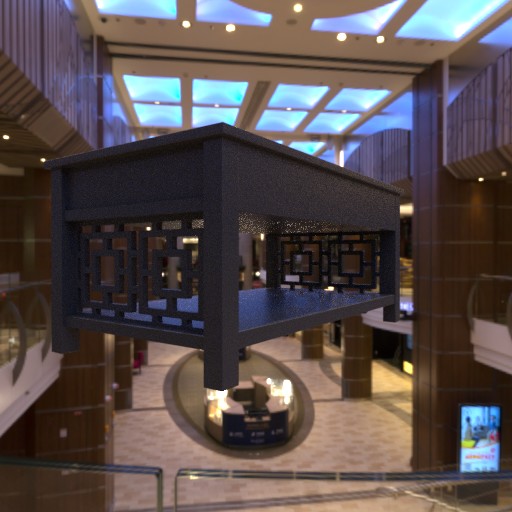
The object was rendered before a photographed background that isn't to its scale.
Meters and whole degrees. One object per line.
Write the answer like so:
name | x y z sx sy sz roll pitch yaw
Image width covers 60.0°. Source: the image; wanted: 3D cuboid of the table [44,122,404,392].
table | 0.000 0.000 1.412 0.612 0.493 1.068 0 1 35
